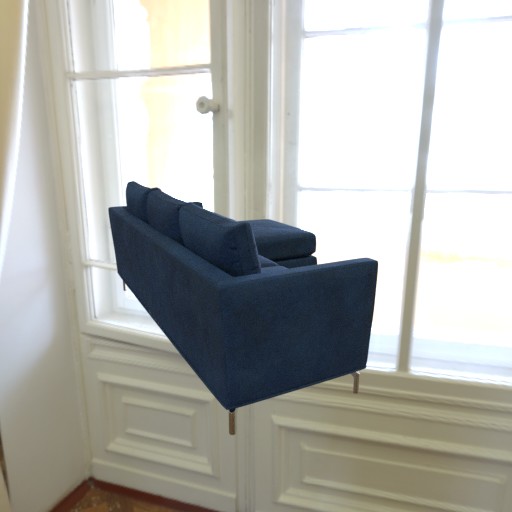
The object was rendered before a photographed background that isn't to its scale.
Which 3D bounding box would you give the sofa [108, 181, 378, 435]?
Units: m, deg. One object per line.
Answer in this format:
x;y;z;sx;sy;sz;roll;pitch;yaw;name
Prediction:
0.000;0.000;3.233;1.622;0.987;2.438;-8;17;-27;sofa
